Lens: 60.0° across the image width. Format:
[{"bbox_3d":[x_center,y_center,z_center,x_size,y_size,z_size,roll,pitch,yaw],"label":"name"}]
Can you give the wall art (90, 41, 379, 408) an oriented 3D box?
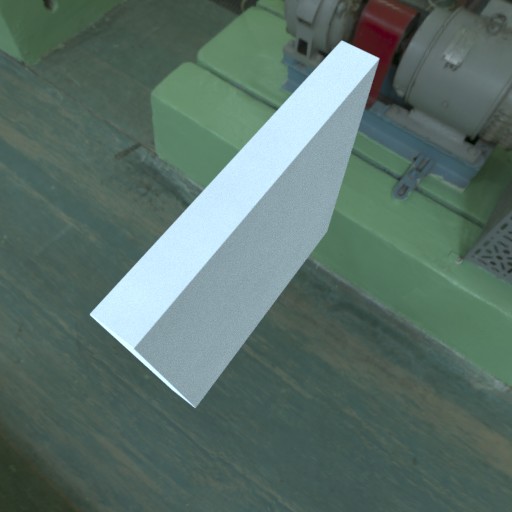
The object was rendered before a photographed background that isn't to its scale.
[{"bbox_3d":[0.000,0.000,0.464,0.038,0.305,0.305,33,69,15],"label":"wall art"}]
